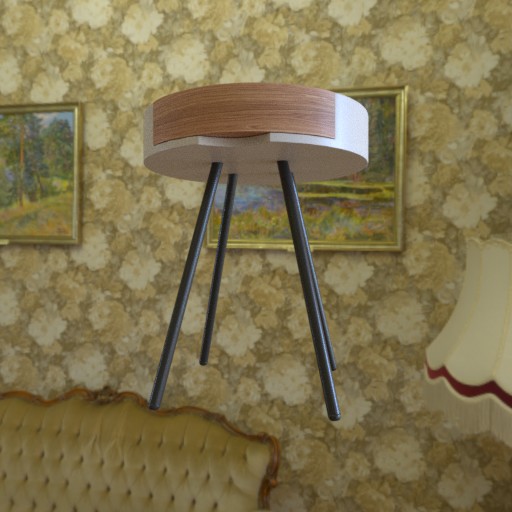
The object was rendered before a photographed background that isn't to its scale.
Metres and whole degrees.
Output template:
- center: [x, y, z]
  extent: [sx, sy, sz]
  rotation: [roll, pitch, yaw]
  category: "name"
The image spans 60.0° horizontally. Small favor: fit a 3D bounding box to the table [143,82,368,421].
- center: [0.000, 0.000, 0.882]
  extent: [0.450, 0.525, 0.450]
  rotation: [0, 1, 0]
  category: "table"
